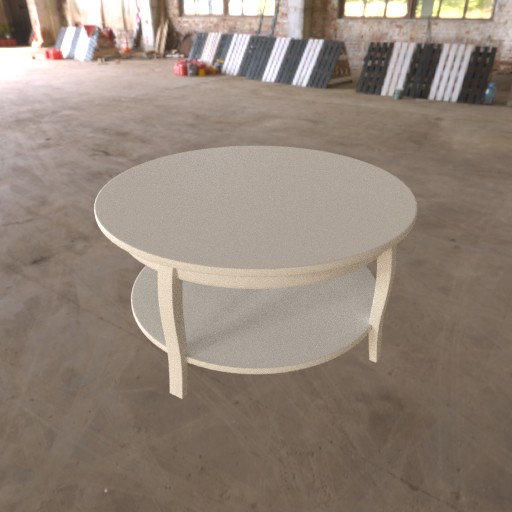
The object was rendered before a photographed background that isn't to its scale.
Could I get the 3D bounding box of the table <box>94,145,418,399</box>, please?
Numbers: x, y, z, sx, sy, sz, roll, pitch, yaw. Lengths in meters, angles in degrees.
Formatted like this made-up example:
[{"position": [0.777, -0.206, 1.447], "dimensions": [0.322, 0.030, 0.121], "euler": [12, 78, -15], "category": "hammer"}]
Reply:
[{"position": [0.000, 0.000, 1.419], "dimensions": [0.910, 0.457, 0.910], "euler": [0, 30, 0], "category": "table"}]
